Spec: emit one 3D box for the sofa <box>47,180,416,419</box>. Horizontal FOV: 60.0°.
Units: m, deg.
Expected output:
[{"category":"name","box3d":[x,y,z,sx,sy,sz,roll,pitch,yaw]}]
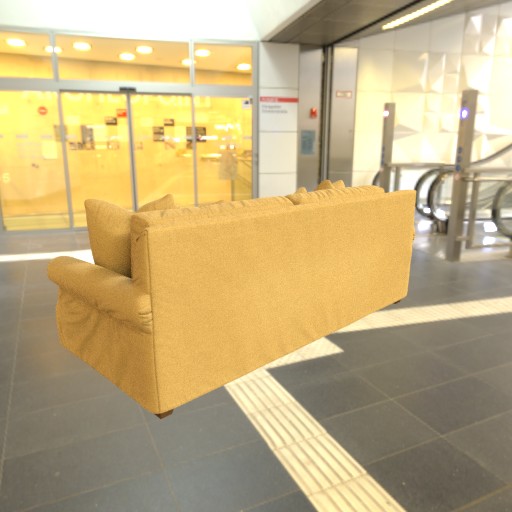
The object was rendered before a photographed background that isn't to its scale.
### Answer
[{"category":"sofa","box3d":[0.000,0.000,2.808,2.285,0.904,1.067,-13,19,-43]}]
